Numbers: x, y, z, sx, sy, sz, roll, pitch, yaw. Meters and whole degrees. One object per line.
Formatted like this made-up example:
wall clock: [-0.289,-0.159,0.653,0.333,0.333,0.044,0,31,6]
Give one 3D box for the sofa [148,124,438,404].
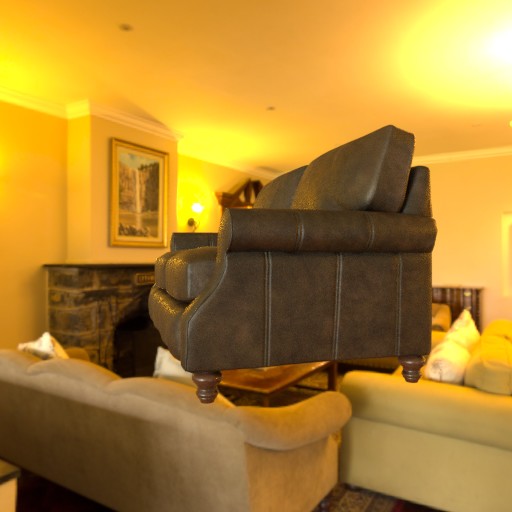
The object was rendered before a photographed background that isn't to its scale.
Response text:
sofa: [0.000,0.000,2.230,0.990,0.976,1.616,0,0,-17]
